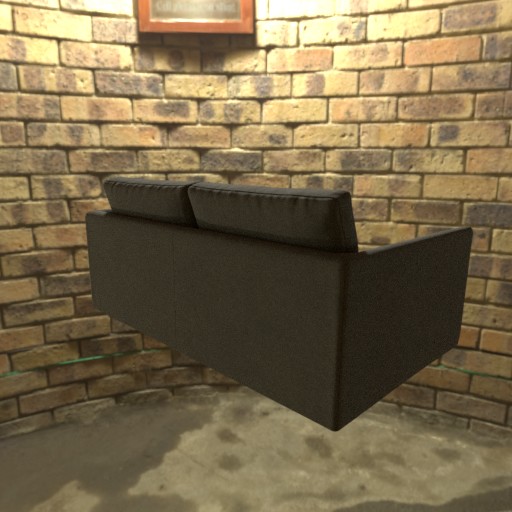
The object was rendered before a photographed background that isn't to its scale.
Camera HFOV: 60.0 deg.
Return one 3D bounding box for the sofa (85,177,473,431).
[{"bbox_3d":[0.000,0.000,2.469,1.091,0.845,1.909,-12,17,-44],"label":"sofa"}]
